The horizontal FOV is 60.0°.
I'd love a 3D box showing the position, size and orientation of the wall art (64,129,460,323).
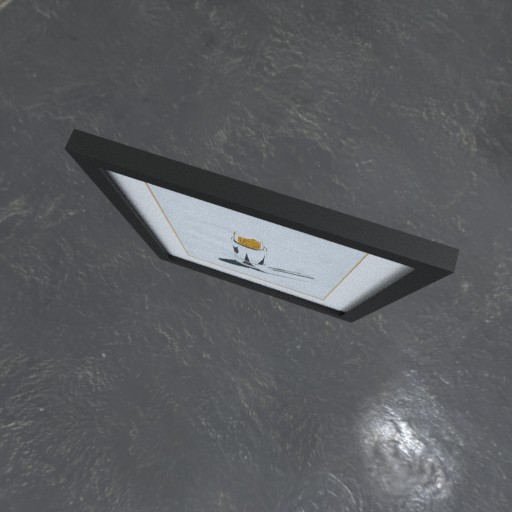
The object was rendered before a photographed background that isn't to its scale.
[{"bbox_3d":[0.000,0.000,0.543,0.330,0.381,0.019,18,76,5],"label":"wall art"}]
